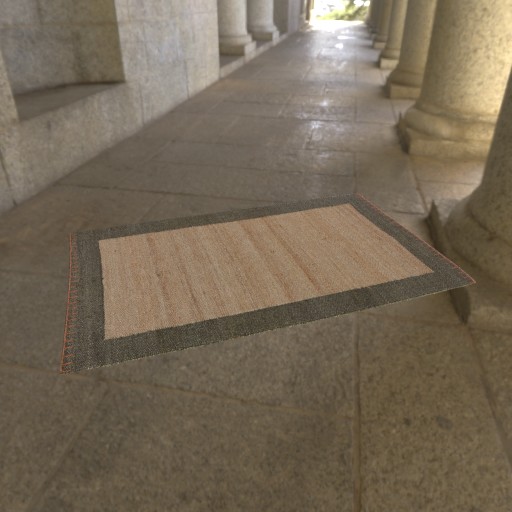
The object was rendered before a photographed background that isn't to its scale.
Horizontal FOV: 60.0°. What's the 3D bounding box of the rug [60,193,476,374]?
[{"bbox_3d":[0.000,0.000,3.020,2.435,0.006,1.521,-10,32,-15],"label":"rug"}]
